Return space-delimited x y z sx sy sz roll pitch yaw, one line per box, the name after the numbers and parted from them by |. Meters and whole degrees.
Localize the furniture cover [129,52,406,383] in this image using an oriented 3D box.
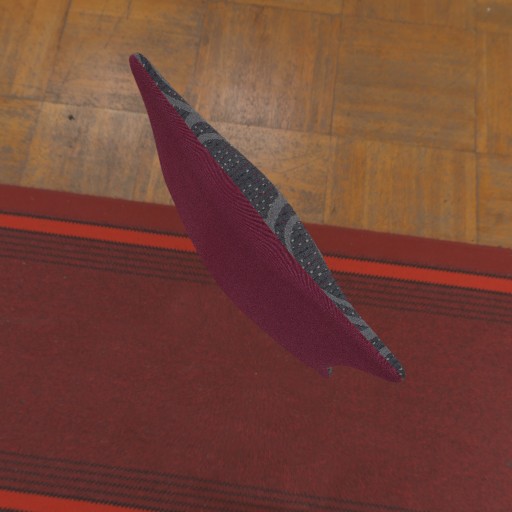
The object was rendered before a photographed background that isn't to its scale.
0.000 0.000 0.764 0.163 0.513 0.514 -37 78 -9 | furniture cover
